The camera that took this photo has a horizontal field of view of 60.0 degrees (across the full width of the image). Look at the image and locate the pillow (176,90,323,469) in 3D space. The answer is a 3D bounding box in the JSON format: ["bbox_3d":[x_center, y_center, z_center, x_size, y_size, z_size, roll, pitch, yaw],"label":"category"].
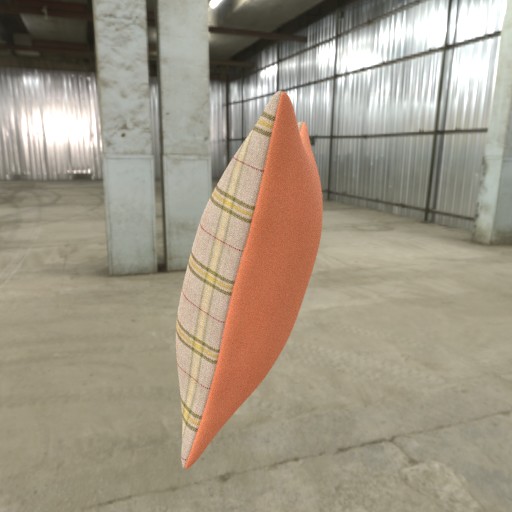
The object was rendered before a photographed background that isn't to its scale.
[{"bbox_3d":[0.000,0.000,0.690,0.200,0.430,0.453,2,14,8],"label":"pillow"}]
